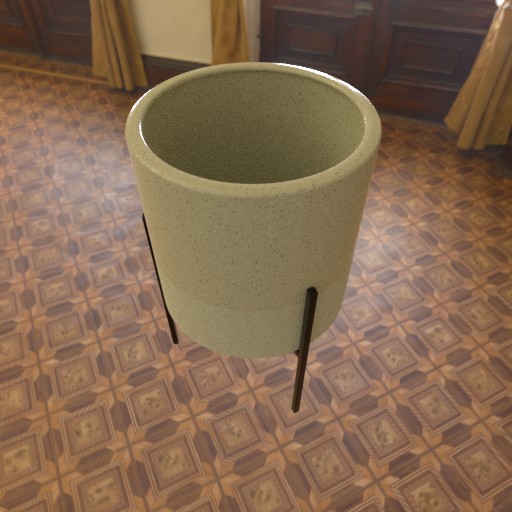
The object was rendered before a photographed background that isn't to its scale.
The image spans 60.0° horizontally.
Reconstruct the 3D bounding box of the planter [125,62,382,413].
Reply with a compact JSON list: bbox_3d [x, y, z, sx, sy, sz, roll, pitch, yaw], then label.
[{"bbox_3d":[0.000,0.000,0.554,0.234,0.390,0.243,24,51,21],"label":"planter"}]
